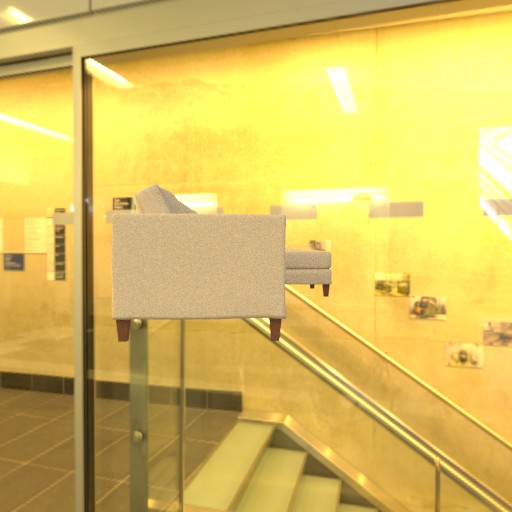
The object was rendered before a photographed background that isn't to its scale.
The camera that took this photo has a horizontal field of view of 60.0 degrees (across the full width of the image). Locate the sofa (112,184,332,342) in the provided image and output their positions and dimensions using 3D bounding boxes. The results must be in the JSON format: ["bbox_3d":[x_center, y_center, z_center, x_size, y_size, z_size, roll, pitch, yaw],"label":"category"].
[{"bbox_3d":[0.000,0.000,3.941,1.625,0.861,3.186,0,1,-2],"label":"sofa"}]
